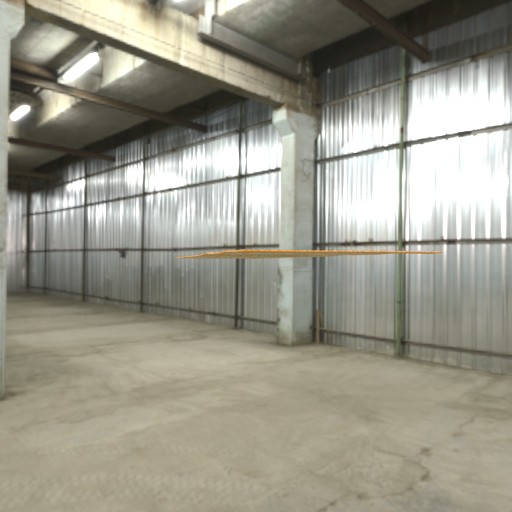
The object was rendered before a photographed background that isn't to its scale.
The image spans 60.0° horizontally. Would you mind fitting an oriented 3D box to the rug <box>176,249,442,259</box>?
[{"bbox_3d":[0.000,0.000,2.535,0.704,0.014,2.294,0,-1,-15],"label":"rug"}]
